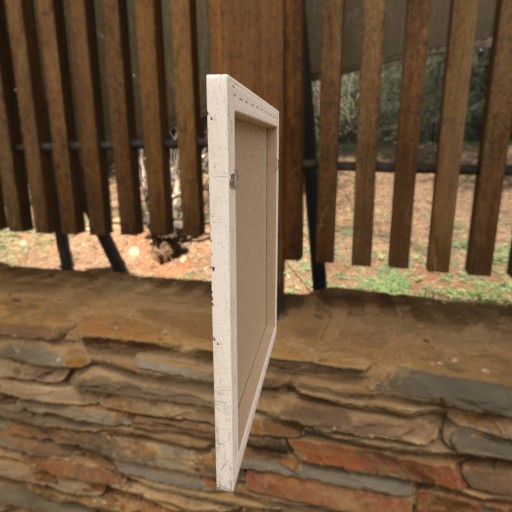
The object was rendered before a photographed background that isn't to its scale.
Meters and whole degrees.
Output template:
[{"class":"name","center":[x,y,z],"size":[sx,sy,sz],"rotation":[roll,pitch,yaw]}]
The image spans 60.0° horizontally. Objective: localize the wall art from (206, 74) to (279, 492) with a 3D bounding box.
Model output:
[{"class":"wall art","center":[0.000,0.000,1.134],"size":[0.038,0.762,0.762],"rotation":[2,14,9]}]
